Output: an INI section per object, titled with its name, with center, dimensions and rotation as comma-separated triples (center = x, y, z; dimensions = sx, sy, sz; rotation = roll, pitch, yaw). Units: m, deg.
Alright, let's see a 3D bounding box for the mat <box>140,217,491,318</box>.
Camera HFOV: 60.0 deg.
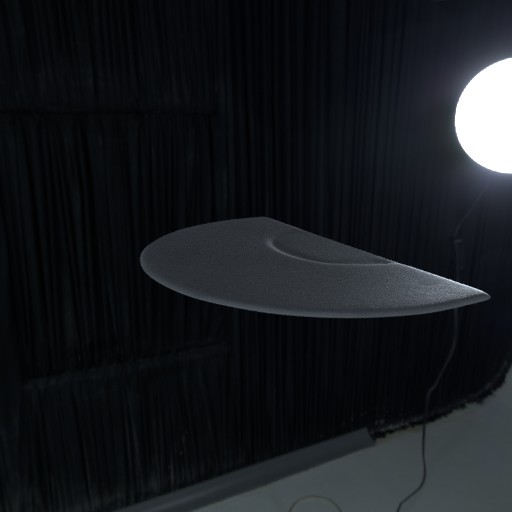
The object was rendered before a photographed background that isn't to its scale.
[mat]
center = 0.000, 0.000, 1.840
dimensions = 0.917, 0.016, 1.525
rotation = -8, 17, -26
